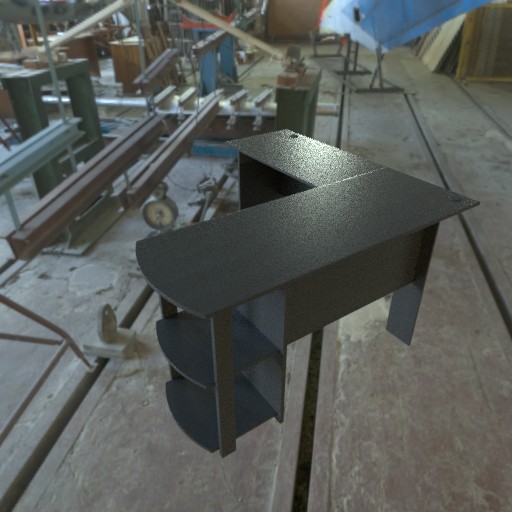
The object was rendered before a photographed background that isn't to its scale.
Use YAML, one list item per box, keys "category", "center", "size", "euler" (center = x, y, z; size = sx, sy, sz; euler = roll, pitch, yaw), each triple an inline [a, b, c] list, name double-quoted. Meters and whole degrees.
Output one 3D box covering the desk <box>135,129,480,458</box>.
- category: "desk"
  center: [0.000, 0.000, 2.149]
  size: [1.361, 0.716, 1.303]
  euler: [-20, 37, -29]
